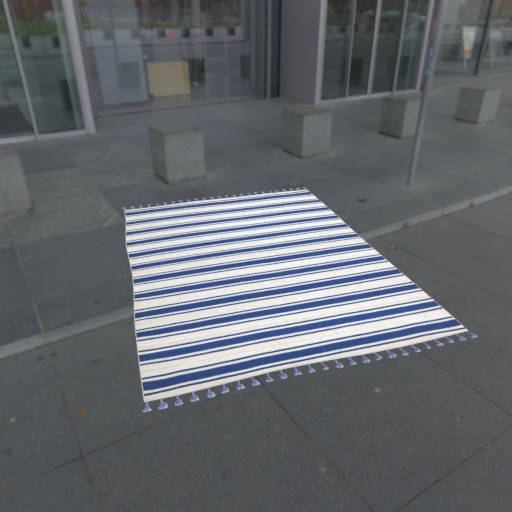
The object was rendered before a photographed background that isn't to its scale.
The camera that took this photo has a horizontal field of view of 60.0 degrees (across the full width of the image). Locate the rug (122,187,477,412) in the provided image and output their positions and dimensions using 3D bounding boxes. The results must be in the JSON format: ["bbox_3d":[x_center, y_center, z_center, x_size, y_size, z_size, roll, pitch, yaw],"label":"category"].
[{"bbox_3d":[0.000,0.000,4.437,2.471,0.016,3.416,-8,30,-15],"label":"rug"}]
